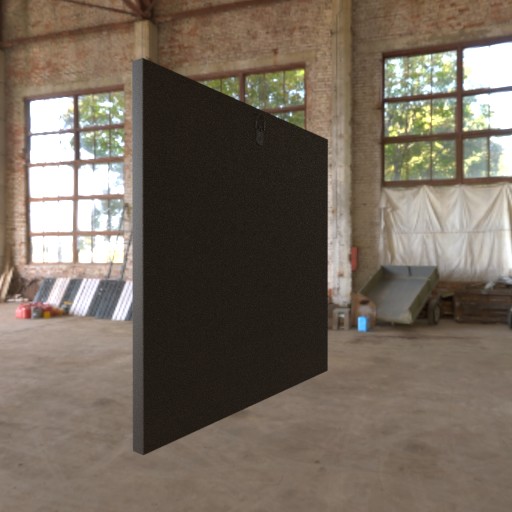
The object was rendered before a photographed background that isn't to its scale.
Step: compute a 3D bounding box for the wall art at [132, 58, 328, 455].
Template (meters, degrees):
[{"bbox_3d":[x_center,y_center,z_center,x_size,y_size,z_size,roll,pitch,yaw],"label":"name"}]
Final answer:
[{"bbox_3d":[0.000,0.000,1.229,0.043,0.807,0.805,0,1,37],"label":"wall art"}]
